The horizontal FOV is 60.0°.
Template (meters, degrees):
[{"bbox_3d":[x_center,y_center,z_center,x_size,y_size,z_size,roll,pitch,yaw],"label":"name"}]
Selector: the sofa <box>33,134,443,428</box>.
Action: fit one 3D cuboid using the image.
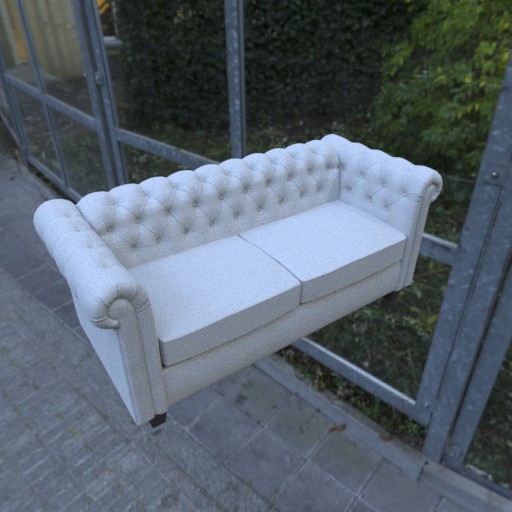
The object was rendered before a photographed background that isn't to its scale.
[{"bbox_3d":[0.000,0.000,2.231,1.798,0.797,0.783,-21,38,-29],"label":"sofa"}]
